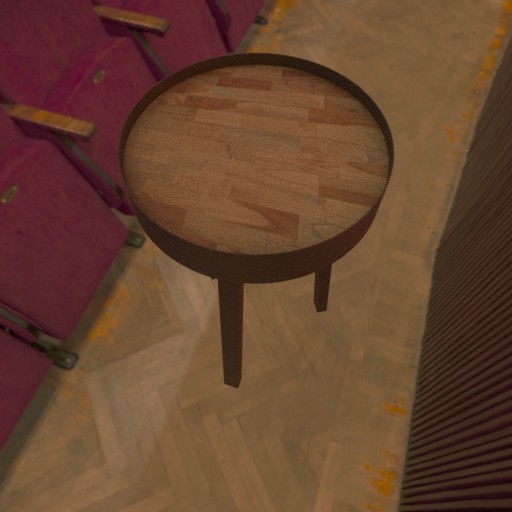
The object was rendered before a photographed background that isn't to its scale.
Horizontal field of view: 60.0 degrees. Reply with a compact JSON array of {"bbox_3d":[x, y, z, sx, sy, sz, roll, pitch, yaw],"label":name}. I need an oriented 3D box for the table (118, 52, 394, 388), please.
[{"bbox_3d":[0.000,0.000,0.953,0.406,0.686,0.406,17,61,10],"label":"table"}]
